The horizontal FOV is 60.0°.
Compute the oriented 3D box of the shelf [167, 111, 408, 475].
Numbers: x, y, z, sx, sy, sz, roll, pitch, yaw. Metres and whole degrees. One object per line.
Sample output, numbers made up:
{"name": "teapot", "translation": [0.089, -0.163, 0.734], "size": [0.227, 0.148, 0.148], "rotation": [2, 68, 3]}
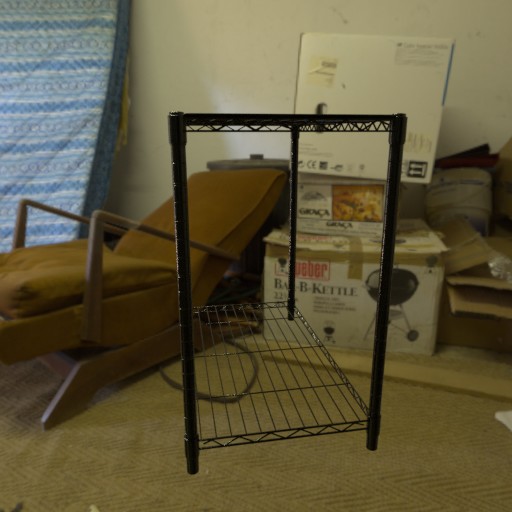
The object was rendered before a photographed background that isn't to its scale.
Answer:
{"name": "shelf", "translation": [0.000, 0.000, 0.950], "size": [0.338, 0.564, 0.589], "rotation": [-3, 16, -10]}
